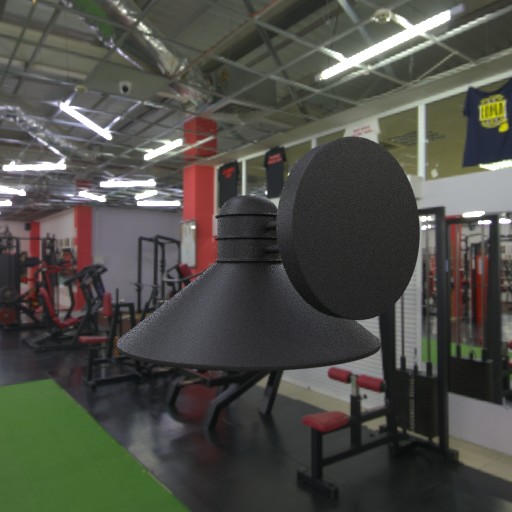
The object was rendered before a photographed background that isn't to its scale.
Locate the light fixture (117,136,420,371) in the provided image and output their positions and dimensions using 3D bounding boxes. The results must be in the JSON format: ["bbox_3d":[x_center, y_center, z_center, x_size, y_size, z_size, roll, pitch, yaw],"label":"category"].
[{"bbox_3d":[0.000,0.000,0.681,0.396,0.265,0.434,1,-1,-34],"label":"light fixture"}]
